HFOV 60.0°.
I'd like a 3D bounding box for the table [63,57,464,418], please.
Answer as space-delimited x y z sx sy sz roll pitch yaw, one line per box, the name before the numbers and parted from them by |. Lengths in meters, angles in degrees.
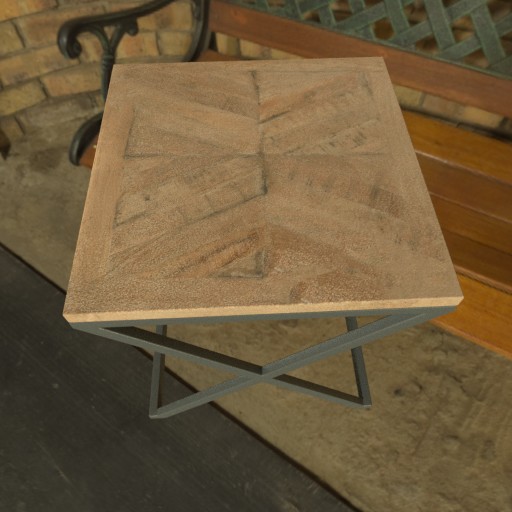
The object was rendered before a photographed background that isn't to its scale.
table | 0.000 0.000 0.906 0.498 0.550 0.499 -2 57 -1
